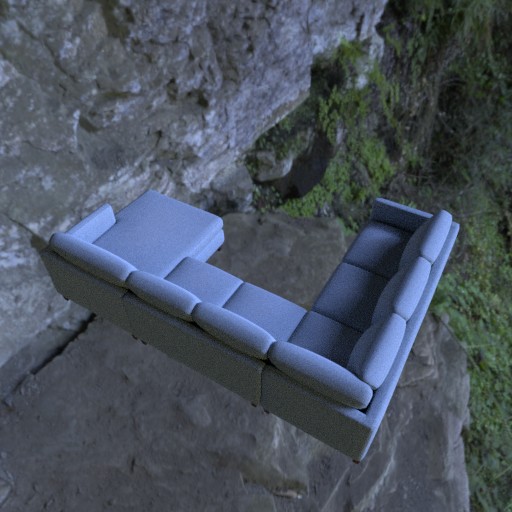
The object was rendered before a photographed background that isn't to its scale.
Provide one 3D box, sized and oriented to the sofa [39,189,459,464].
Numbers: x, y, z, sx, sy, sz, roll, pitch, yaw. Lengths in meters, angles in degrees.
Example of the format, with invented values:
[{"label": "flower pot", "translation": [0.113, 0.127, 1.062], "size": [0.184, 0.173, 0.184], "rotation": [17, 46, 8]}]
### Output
[{"label": "sofa", "translation": [0.000, 0.000, 4.552], "size": [3.403, 0.889, 2.551], "rotation": [23, 49, 21]}]
